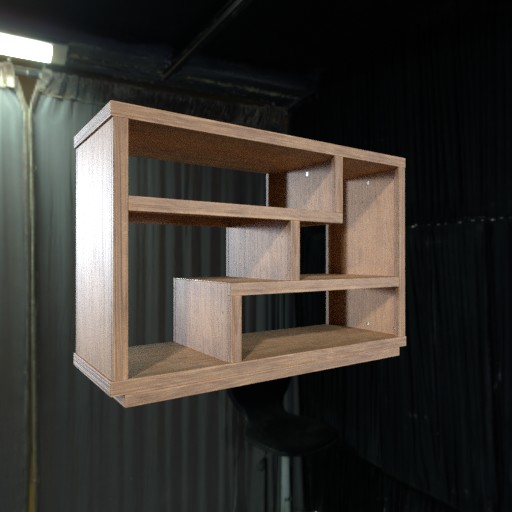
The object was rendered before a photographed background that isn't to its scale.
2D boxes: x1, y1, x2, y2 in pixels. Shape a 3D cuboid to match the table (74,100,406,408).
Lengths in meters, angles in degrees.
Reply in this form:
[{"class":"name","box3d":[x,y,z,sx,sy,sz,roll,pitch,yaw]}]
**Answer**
[{"class":"table","box3d":[0.000,0.000,1.592,1.151,0.771,0.410,0,0,-34]}]
